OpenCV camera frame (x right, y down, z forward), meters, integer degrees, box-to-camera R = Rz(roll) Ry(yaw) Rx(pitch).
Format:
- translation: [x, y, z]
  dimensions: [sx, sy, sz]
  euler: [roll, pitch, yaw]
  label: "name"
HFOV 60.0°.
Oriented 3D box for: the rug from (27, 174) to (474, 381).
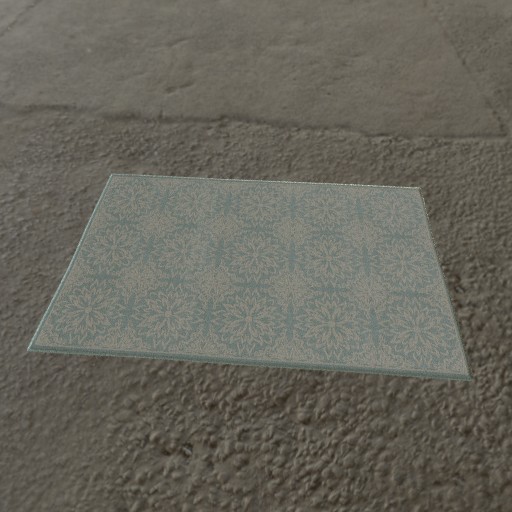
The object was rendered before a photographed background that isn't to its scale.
- translation: [0.000, 0.000, 2.226]
  dimensions: [1.840, 0.012, 1.219]
  euler: [3, 48, 3]
  label: "rug"
